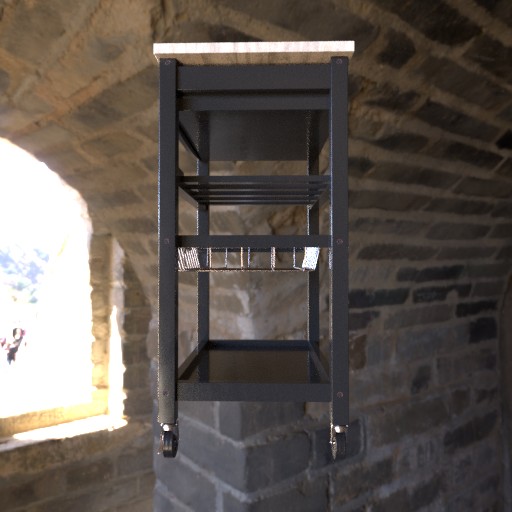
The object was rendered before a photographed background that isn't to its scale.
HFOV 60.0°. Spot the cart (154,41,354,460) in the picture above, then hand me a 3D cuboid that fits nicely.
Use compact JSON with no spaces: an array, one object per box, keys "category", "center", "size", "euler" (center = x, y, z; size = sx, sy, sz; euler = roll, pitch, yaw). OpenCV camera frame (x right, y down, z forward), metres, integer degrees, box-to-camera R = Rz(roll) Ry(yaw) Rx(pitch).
[{"category":"cart","center":[0.000,0.000,1.163],"size":[0.403,0.839,0.584],"euler":[0,-1,1]}]
